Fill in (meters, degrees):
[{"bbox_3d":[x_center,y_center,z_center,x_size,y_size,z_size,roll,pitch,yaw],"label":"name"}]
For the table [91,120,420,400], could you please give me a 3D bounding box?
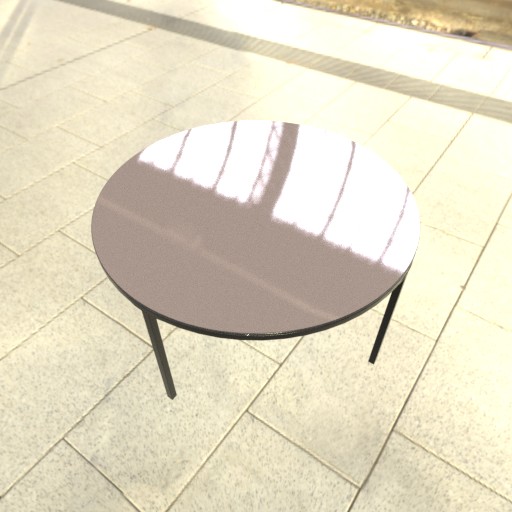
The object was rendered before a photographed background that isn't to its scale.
[{"bbox_3d":[0.000,0.000,1.252,0.800,0.400,0.800,0,46,0],"label":"table"}]
